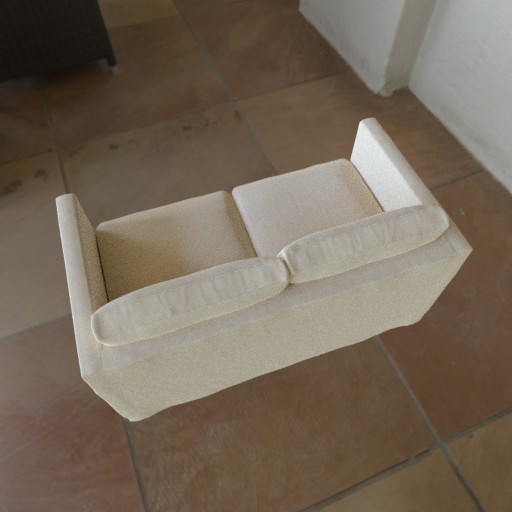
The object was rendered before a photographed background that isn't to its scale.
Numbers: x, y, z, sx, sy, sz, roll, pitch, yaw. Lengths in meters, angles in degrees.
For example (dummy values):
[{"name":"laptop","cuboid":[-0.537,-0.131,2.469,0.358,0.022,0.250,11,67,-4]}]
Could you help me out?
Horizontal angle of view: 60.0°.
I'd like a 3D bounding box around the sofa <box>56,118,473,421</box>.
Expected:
[{"name":"sofa","cuboid":[0.000,0.000,2.276,1.746,0.834,0.962,-17,59,-11]}]
